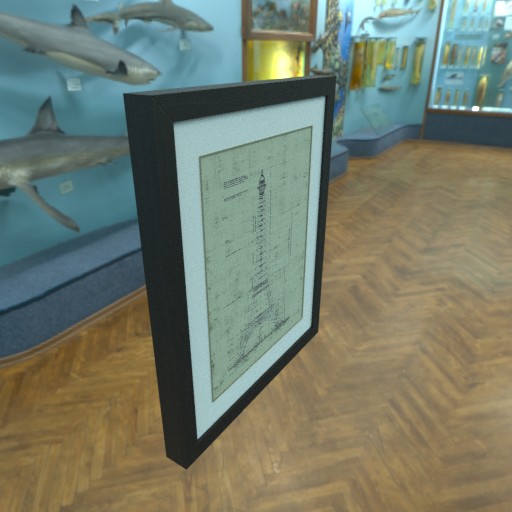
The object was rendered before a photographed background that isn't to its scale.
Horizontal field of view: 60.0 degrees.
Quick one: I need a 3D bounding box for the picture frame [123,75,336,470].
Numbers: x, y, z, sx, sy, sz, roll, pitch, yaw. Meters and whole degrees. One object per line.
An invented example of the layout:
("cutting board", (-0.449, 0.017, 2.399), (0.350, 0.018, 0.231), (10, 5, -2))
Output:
("picture frame", (0.000, 0.000, 0.760), (0.044, 0.555, 0.452), (16, 29, 31))
